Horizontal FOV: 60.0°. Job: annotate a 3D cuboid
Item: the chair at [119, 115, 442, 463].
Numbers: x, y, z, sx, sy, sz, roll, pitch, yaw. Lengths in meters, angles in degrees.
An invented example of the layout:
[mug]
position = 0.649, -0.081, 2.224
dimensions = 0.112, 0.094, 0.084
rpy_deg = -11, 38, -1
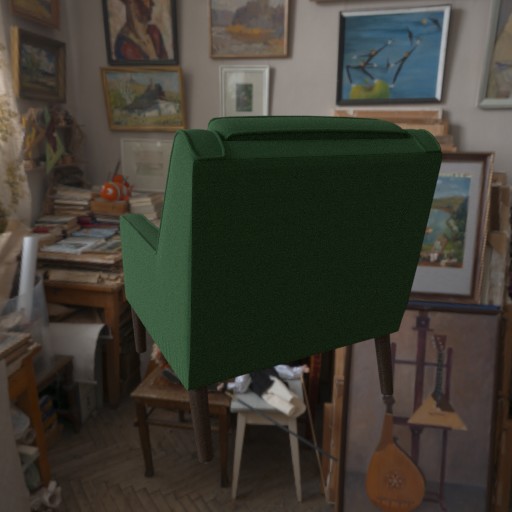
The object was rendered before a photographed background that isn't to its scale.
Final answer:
[chair]
position = 0.000, 0.000, 1.331
dimensions = 0.663, 0.792, 0.743
rpy_deg = -8, 18, -27
